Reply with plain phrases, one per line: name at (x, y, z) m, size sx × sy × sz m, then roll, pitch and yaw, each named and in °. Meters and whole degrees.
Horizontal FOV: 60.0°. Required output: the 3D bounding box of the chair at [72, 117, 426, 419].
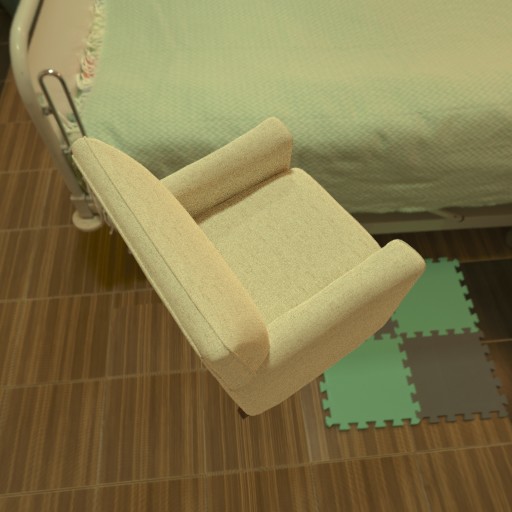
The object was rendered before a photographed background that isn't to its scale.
chair at (0.000, 0.000, 1.647) m, size 0.823 × 0.943 × 0.870 m, roll -30°, pitch 63°, yaw -17°
